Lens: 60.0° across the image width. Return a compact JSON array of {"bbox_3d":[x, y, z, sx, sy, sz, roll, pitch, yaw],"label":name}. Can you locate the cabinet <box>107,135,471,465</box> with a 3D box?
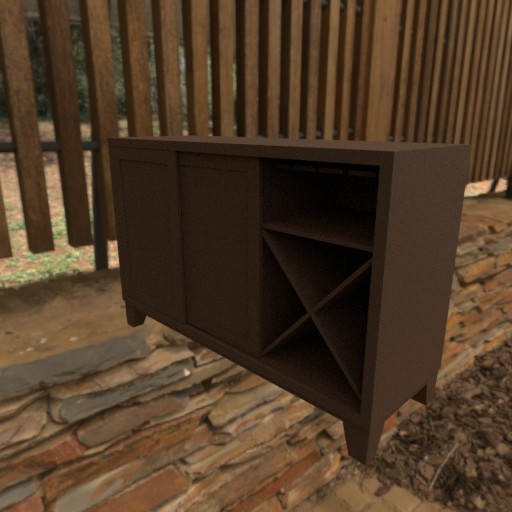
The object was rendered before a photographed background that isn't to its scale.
[{"bbox_3d":[0.000,0.000,1.810,1.396,0.914,0.482,16,23,42],"label":"cabinet"}]
